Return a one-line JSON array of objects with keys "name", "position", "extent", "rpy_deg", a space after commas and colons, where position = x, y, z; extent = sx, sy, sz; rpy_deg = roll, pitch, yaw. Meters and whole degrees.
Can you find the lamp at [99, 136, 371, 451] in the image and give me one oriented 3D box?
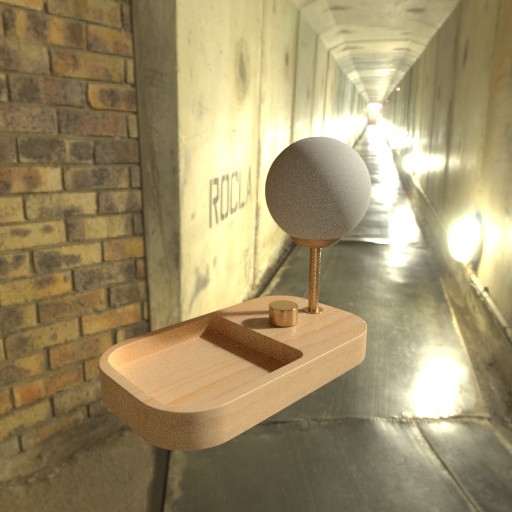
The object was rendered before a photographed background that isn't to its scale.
[{"name": "lamp", "position": [0.000, 0.000, 0.479], "extent": [0.331, 0.253, 0.173], "rpy_deg": [-13, 19, -42]}]
